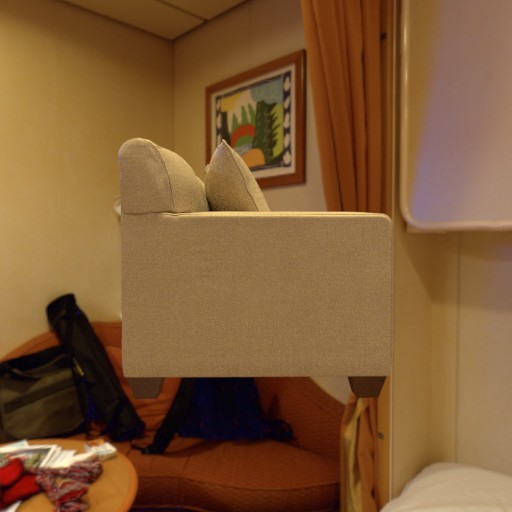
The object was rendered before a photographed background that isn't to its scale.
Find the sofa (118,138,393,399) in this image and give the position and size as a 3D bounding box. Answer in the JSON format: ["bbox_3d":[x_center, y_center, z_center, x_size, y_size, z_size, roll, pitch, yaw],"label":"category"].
[{"bbox_3d":[0.000,0.000,2.535,0.997,0.958,2.024,0,2,-1],"label":"sofa"}]
